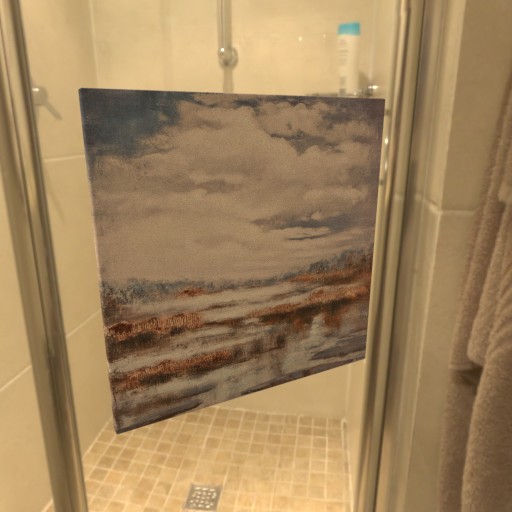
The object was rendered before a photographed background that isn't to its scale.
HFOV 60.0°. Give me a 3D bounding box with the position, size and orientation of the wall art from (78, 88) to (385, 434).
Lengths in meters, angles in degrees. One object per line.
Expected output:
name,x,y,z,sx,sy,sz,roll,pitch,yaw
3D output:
wall art,0.000,0.000,1.308,0.888,0.897,0.035,-9,18,-27
